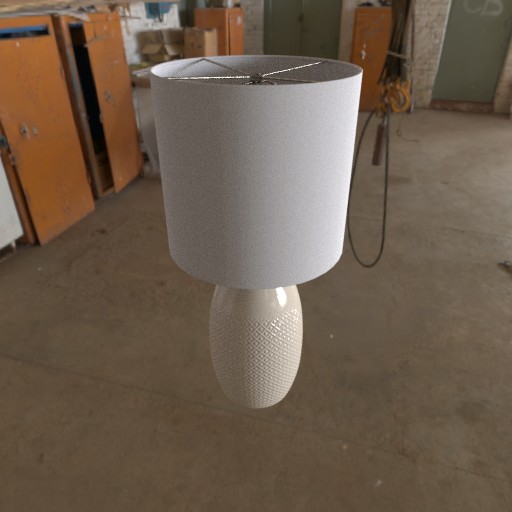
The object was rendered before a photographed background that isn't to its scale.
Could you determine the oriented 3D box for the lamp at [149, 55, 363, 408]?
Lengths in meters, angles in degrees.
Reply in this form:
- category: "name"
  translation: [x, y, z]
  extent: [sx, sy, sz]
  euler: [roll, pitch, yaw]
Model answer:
- category: "lamp"
  translation: [0.000, 0.000, 0.573]
  extent: [0.217, 0.453, 0.217]
  euler: [-21, 36, -31]
